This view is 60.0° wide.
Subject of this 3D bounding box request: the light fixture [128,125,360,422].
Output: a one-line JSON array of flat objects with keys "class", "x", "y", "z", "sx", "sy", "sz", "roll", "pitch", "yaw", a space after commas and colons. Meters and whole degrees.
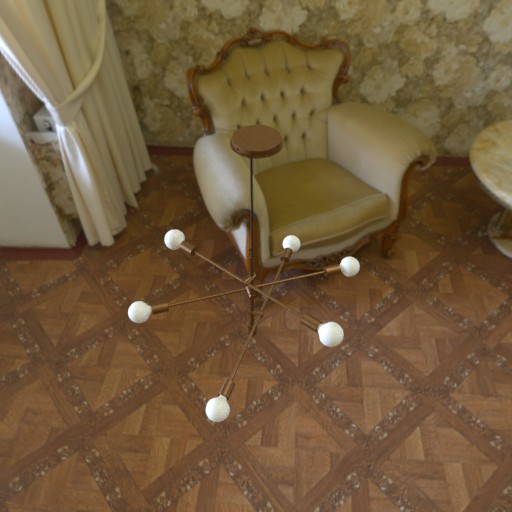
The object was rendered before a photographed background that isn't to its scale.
[{"class": "light fixture", "x": 0.000, "y": 0.000, "z": 1.252, "sx": 0.682, "sy": 0.744, "sz": 0.637, "roll": -32, "pitch": 54, "yaw": -27}]
